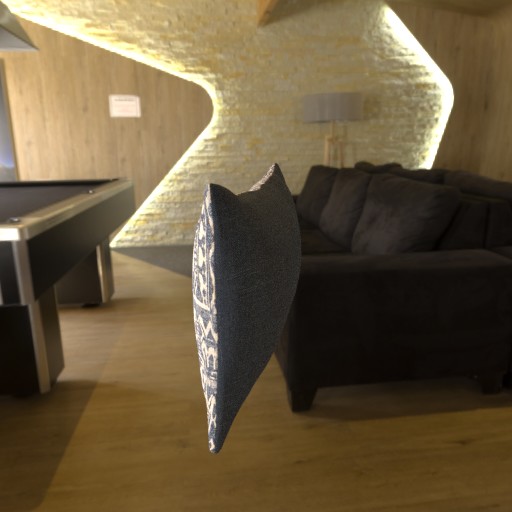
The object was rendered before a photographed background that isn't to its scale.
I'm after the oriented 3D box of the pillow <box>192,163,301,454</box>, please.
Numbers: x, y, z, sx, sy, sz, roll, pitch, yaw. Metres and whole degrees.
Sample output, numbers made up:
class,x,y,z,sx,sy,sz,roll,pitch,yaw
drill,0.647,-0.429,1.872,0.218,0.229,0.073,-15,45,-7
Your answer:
class,x,y,z,sx,sy,sz,roll,pitch,yaw
pillow,0.000,0.000,0.748,0.148,0.292,0.631,2,14,8
